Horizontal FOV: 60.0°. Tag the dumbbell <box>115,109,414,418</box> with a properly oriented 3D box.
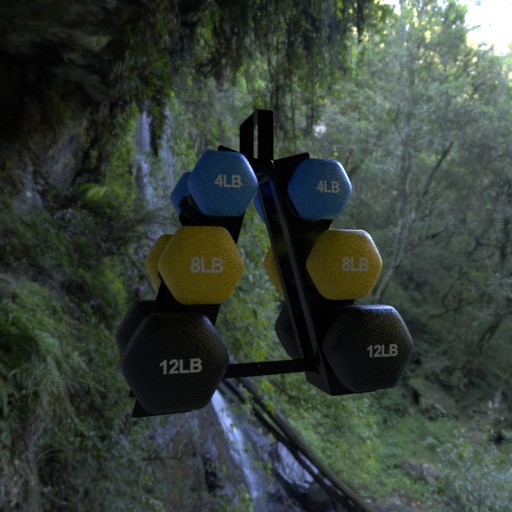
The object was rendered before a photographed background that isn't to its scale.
[{"bbox_3d":[0.000,0.000,0.683,0.409,0.426,0.255,0,0,-18],"label":"dumbbell"}]
